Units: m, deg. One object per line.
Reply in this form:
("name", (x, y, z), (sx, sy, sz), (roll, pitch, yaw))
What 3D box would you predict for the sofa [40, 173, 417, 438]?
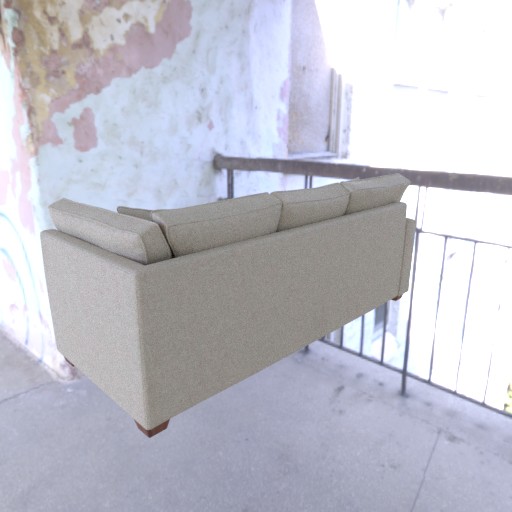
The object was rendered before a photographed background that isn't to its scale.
("sofa", (0.000, 0.000, 2.872), (1.061, 0.962, 2.317), (16, 23, 43))
